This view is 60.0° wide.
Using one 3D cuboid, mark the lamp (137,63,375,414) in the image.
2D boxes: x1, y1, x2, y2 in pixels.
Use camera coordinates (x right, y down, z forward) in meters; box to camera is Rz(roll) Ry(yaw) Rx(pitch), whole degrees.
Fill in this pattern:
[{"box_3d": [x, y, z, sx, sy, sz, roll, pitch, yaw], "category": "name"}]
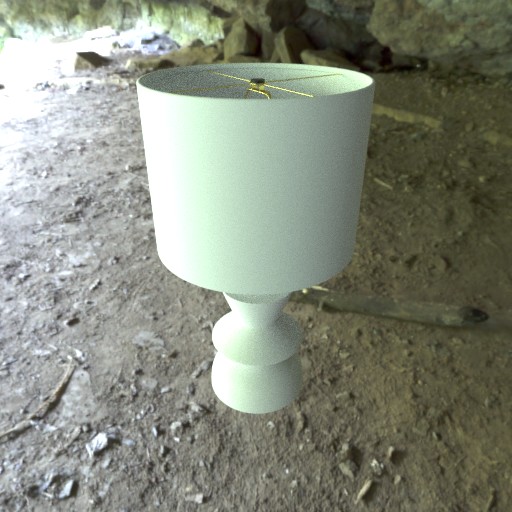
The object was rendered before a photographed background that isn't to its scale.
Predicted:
[{"box_3d": [0.000, 0.000, 0.705, 0.301, 0.533, 0.301, -18, 35, -29], "category": "lamp"}]
